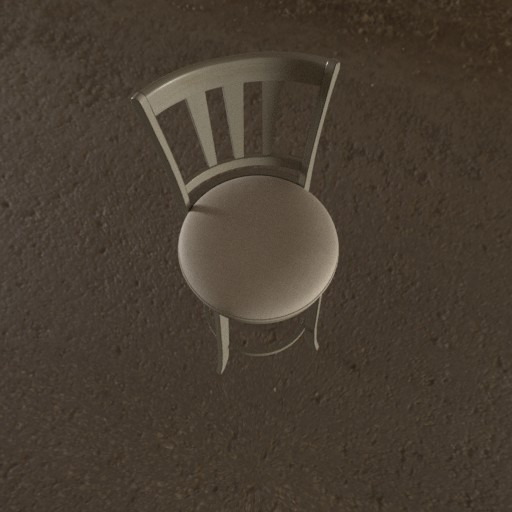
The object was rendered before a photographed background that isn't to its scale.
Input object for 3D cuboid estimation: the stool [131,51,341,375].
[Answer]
[{"bbox_3d":[0.000,0.000,1.291,0.436,1.042,0.475,-13,65,-6],"label":"stool"}]
